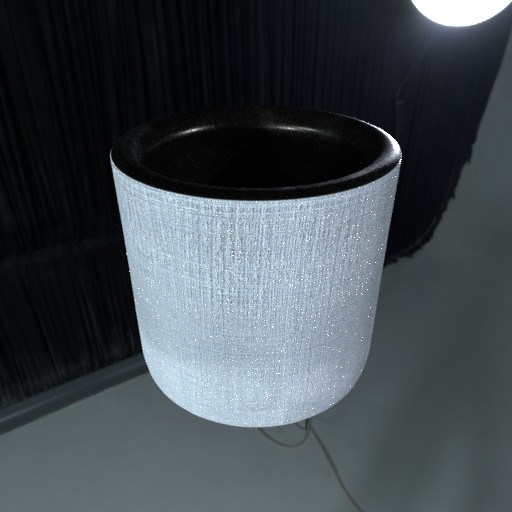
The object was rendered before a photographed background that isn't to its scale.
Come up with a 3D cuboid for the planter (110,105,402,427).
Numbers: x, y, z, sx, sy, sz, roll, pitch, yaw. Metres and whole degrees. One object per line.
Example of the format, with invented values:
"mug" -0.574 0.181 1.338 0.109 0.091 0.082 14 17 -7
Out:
"planter" 0.000 0.000 0.288 0.160 0.156 0.160 0 32 0
